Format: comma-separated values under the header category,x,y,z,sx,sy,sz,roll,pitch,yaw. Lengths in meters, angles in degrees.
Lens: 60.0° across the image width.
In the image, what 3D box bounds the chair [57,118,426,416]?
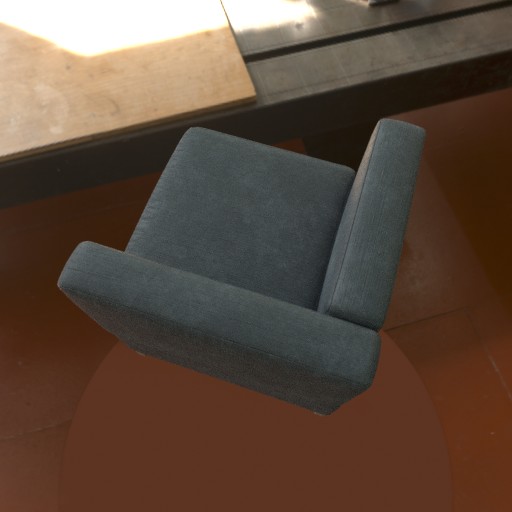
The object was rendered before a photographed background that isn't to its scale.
category,x,y,z,sx,sy,sz,roll,pitch,yaw
chair,0.000,0.000,1.259,0.680,0.660,0.680,17,67,7
